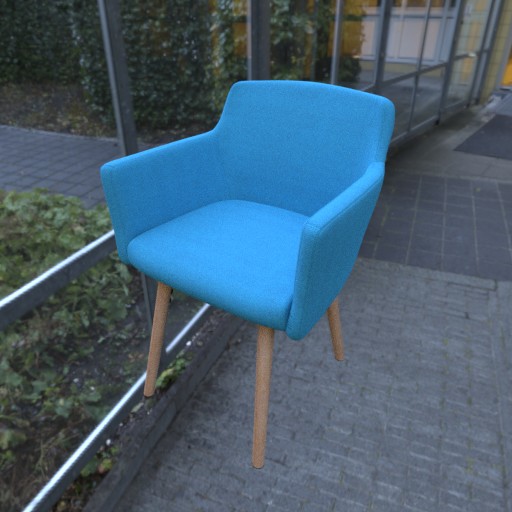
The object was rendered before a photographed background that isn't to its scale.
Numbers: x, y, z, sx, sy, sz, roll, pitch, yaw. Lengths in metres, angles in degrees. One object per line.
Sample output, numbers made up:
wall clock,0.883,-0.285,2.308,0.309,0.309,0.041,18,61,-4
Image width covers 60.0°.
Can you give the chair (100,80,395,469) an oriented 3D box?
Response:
chair,0.000,0.000,1.137,0.570,0.780,0.540,19,35,30
